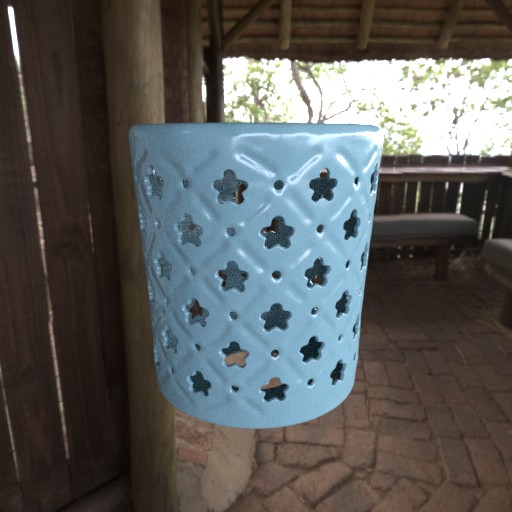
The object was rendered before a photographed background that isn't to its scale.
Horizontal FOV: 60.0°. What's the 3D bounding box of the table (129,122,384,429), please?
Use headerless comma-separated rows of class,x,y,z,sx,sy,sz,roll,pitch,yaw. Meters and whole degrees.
table,0.000,0.000,0.677,0.352,0.387,0.352,0,15,0
